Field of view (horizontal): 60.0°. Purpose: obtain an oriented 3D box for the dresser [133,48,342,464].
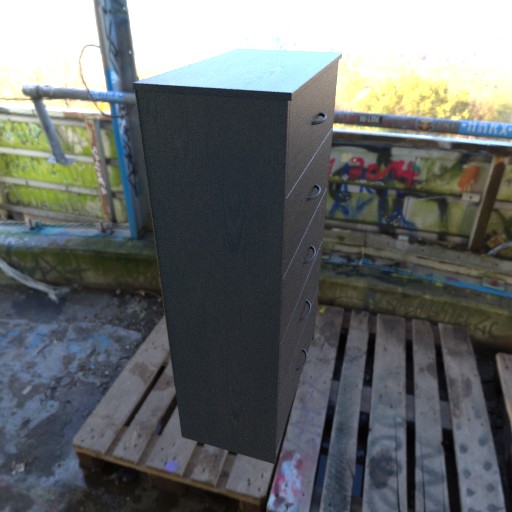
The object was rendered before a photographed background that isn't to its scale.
[{"bbox_3d":[0.000,0.000,1.567,0.418,1.254,0.704,9,32,15],"label":"dresser"}]
